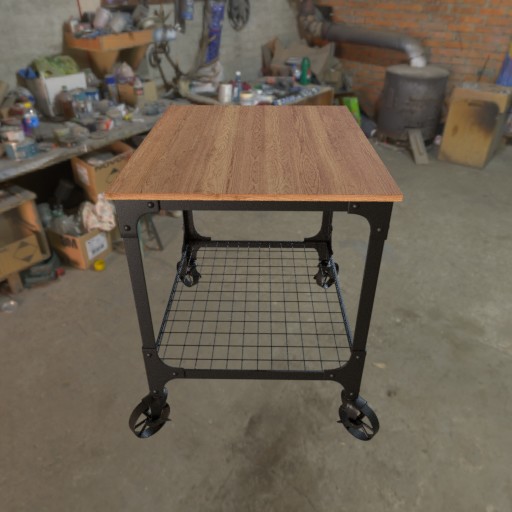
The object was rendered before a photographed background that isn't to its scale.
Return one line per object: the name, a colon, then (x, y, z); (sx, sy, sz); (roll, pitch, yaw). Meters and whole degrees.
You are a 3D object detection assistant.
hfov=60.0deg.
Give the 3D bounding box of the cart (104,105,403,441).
cart: (0.000, 0.000, 1.122); (0.558, 0.603, 0.666); (0, 32, 1)
